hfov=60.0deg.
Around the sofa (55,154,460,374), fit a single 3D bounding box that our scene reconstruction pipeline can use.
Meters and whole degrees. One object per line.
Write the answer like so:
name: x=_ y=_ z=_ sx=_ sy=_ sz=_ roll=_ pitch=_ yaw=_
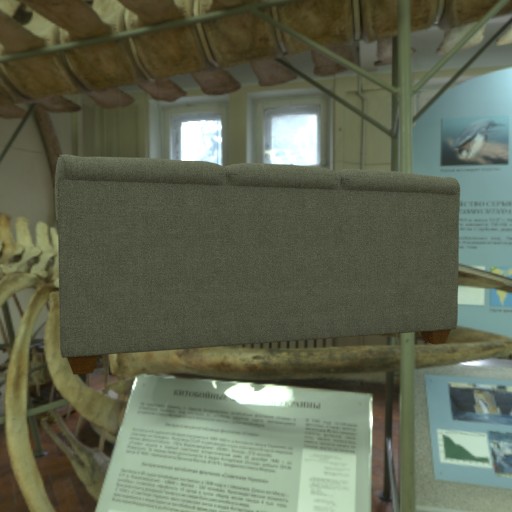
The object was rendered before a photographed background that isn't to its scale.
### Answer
sofa: x=0.000 y=0.000 z=2.564 sx=2.024 sy=0.958 sz=0.997 roll=-1 pitch=2 yaw=-17
